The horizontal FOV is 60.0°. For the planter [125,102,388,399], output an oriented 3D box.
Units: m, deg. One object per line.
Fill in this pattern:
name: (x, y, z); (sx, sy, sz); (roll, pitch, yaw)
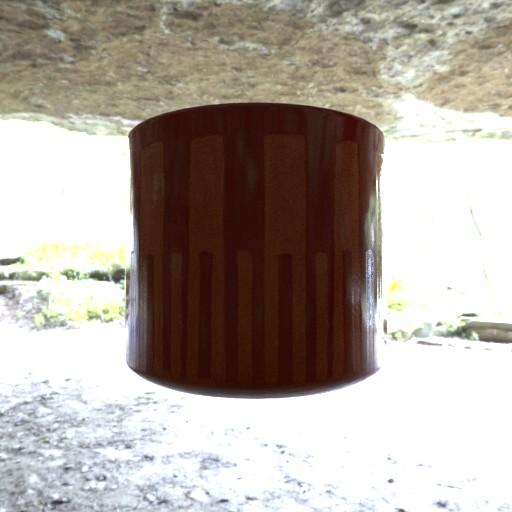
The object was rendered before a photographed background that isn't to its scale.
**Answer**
planter: (0.000, 0.000, 0.406); (0.230, 0.202, 0.230); (0, -1, 0)
